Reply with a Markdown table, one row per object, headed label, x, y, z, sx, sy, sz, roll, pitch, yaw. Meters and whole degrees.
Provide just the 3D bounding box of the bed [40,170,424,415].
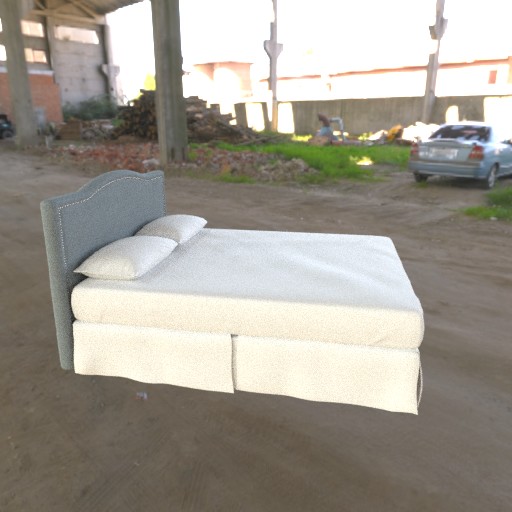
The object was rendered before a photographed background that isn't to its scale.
| label | x | y | z | sx | sy | sz | roll | pitch | yaw |
| --- | --- | --- | --- | --- | --- | --- | --- | --- | --- |
| bed | 0.000 | 0.000 | 3.969 | 2.689 | 1.457 | 2.161 | 3 | 17 | 10 |
